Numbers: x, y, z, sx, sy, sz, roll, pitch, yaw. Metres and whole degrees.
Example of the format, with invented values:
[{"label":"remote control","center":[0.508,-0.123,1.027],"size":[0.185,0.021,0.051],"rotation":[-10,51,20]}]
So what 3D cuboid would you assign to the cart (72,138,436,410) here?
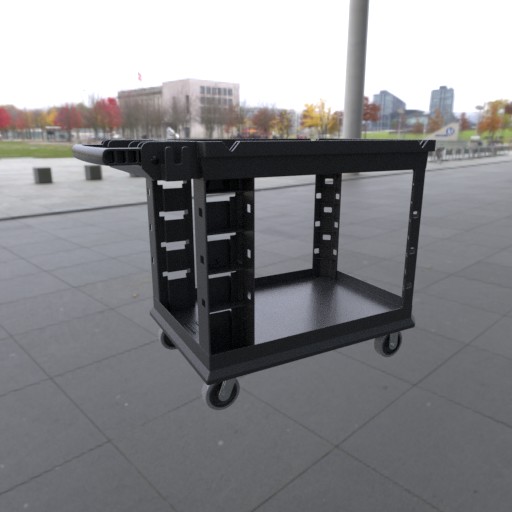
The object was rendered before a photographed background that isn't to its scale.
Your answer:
[{"label":"cart","center":[0.000,0.000,1.741],"size":[1.239,0.884,0.674],"rotation":[-8,17,-28]}]
